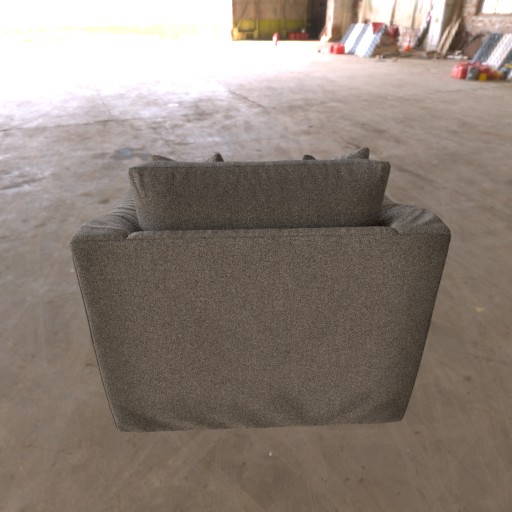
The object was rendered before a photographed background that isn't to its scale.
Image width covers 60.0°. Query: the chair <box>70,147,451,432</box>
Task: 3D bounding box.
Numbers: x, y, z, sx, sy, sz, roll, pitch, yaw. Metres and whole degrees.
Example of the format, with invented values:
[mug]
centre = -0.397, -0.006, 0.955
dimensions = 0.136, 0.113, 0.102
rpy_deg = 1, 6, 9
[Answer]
[chair]
centre = 0.000, 0.000, 1.963
dimensions = 1.194, 1.059, 1.071
rpy_deg = -1, 30, -2
